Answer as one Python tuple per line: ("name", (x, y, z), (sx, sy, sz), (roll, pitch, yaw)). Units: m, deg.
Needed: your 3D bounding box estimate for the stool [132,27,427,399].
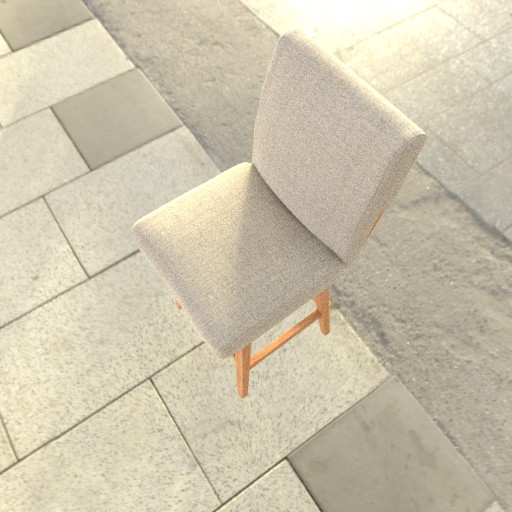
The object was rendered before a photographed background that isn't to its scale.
("stool", (0.000, 0.000, 1.367), (0.569, 1.106, 0.483), (-34, 68, -16))
